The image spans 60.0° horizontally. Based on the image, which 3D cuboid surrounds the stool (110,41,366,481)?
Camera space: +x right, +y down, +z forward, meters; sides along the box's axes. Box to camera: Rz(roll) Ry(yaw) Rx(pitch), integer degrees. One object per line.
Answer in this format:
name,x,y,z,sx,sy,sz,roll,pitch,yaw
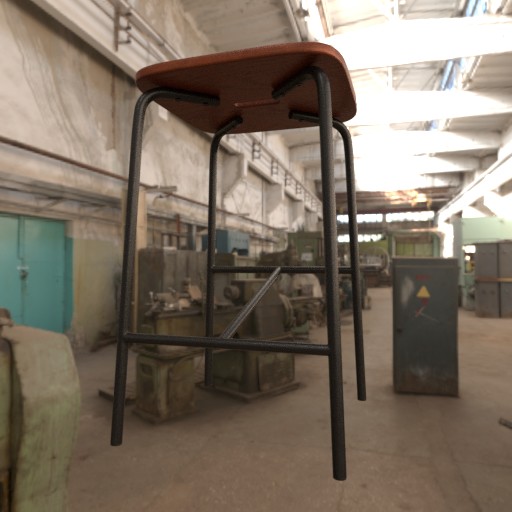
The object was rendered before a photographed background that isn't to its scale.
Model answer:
stool,0.000,0.000,0.833,0.376,0.610,0.376,0,-1,18
